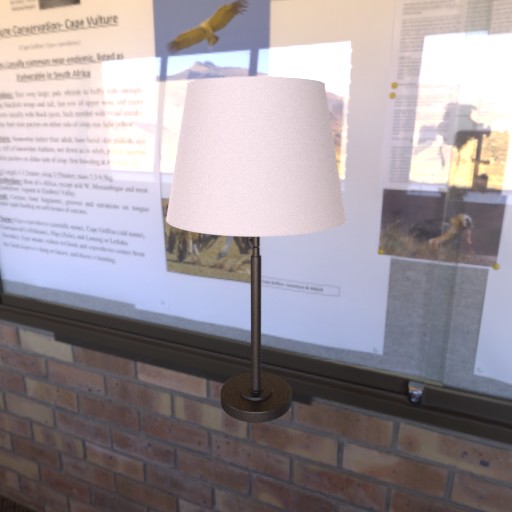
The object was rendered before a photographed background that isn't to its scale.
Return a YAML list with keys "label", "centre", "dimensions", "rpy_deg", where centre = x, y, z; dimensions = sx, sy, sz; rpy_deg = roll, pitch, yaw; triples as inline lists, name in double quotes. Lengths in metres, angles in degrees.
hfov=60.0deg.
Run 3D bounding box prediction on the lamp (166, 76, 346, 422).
- label: "lamp"
  centre: [0.000, 0.000, 0.934]
  dimensions: [0.363, 0.696, 0.363]
  rpy_deg: [0, 16, 0]
